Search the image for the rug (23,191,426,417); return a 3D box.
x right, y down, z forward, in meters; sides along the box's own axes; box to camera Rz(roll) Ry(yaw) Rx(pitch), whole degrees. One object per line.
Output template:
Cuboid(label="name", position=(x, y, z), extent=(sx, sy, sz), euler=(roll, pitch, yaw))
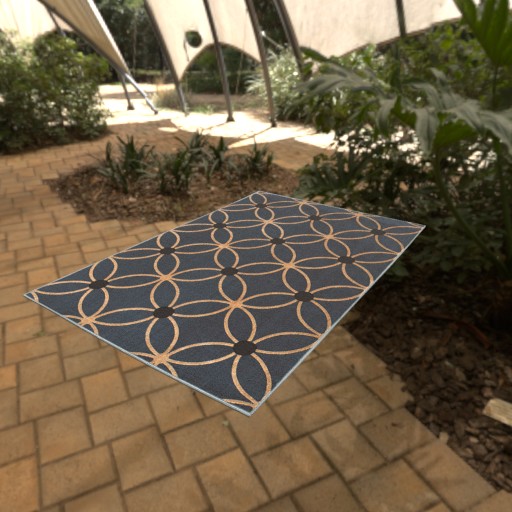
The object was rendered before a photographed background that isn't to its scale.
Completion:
Cuboid(label="rug", position=(0.000, 0.000, 2.849), extent=(1.522, 0.008, 2.284), euler=(17, 30, 31))
